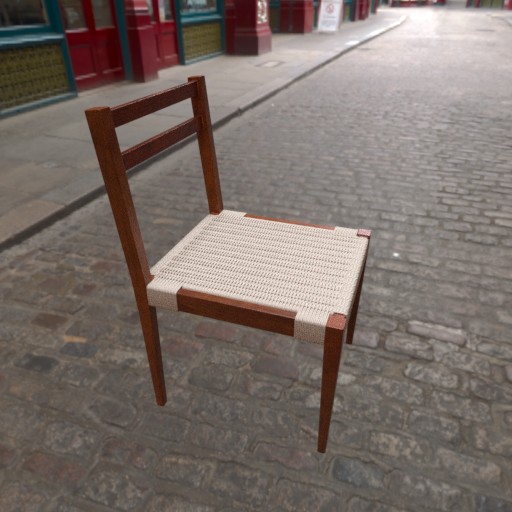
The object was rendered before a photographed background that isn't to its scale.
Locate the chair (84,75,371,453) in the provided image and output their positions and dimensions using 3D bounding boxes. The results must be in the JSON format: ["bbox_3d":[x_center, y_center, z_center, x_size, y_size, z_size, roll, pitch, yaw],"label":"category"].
[{"bbox_3d":[0.000,0.000,1.229,0.569,0.851,0.495,10,32,17],"label":"chair"}]
